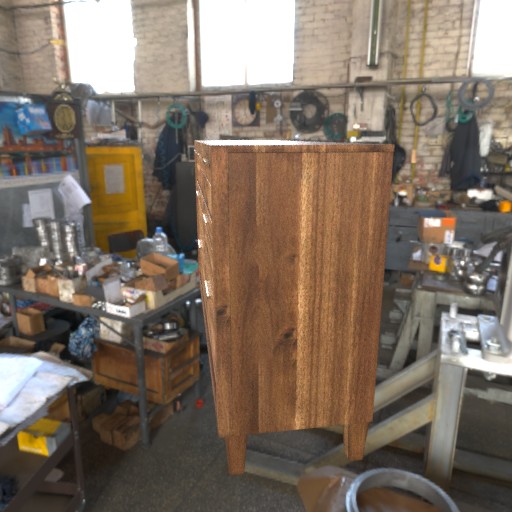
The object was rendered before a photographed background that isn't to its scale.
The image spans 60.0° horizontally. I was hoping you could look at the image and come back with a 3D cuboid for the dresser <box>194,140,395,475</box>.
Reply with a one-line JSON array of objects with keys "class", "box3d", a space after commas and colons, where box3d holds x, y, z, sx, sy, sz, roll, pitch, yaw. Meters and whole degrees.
[{"class": "dresser", "box3d": [0.000, 0.000, 1.786, 0.438, 0.892, 1.387, -2, 15, -9]}]
